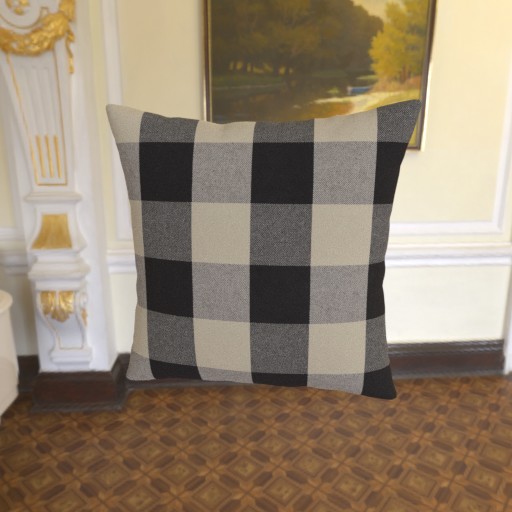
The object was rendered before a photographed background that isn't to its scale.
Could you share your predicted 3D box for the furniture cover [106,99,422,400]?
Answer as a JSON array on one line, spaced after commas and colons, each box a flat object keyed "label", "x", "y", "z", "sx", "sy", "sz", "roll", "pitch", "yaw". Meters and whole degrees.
[{"label": "furniture cover", "x": 0.000, "y": 0.000, "z": 0.770, "sx": 0.511, "sy": 0.509, "sz": 0.161, "roll": 2, "pitch": 14, "yaw": 8}]
